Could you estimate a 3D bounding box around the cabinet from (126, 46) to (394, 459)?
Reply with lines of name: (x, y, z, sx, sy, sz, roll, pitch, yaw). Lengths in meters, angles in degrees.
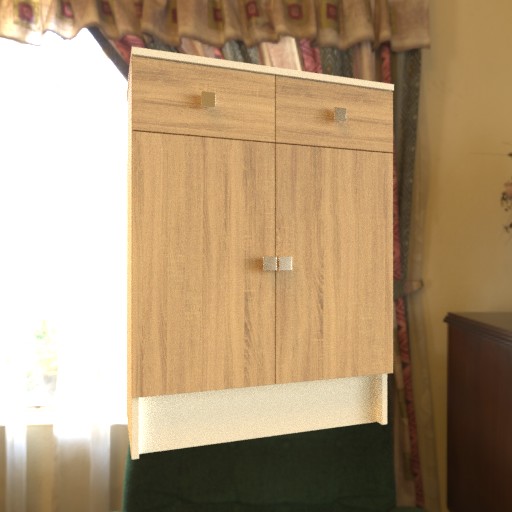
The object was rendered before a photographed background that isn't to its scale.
cabinet: (0.000, 0.000, 1.085, 0.600, 0.815, 0.296, 0, 0, -18)
